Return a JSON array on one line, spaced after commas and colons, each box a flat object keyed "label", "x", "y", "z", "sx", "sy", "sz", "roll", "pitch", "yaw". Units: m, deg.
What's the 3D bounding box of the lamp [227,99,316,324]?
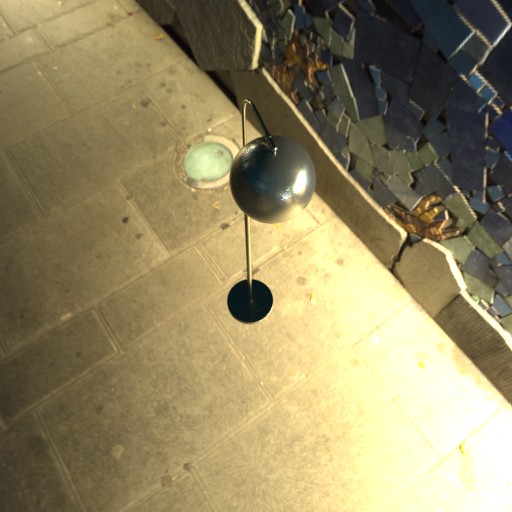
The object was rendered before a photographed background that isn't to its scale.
[{"label": "lamp", "x": 0.000, "y": 0.000, "z": 1.685, "sx": 0.250, "sy": 1.526, "sz": 0.431, "roll": -18, "pitch": 66, "yaw": -9}]
